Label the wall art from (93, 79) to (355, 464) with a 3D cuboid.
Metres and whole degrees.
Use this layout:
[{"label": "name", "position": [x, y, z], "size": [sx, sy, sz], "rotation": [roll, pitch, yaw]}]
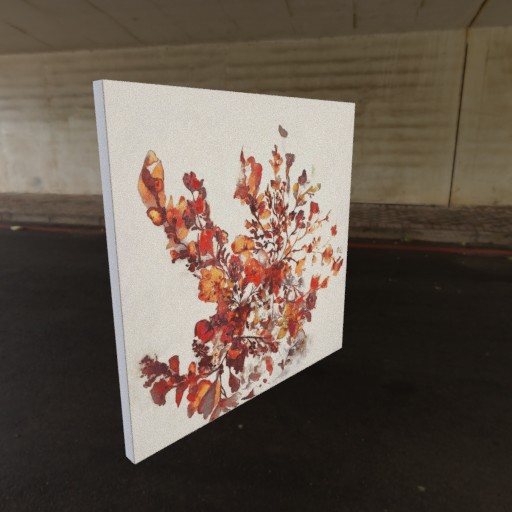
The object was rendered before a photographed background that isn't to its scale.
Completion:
[{"label": "wall art", "position": [0.000, 0.000, 1.470], "size": [0.049, 1.009, 1.009], "rotation": [15, 21, 43]}]
